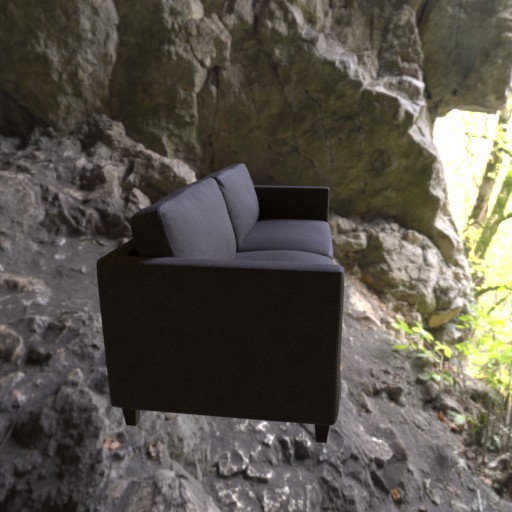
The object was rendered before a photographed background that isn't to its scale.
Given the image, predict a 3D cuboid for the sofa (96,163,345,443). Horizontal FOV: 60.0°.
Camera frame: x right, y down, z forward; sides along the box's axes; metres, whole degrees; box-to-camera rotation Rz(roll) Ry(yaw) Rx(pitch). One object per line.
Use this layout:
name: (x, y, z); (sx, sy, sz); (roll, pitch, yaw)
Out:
sofa: (0.000, 0.000, 2.690); (0.951, 0.965, 2.208); (2, 17, 7)
